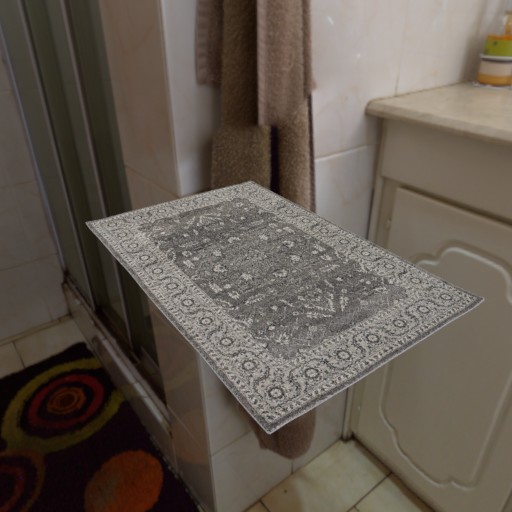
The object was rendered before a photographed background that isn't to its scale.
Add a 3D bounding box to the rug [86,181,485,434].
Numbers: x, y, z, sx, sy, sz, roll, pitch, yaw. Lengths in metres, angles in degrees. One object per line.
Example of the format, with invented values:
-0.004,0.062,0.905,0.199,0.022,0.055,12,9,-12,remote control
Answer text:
0.000,0.000,2.311,1.209,0.019,1.828,-20,36,-30,rug
